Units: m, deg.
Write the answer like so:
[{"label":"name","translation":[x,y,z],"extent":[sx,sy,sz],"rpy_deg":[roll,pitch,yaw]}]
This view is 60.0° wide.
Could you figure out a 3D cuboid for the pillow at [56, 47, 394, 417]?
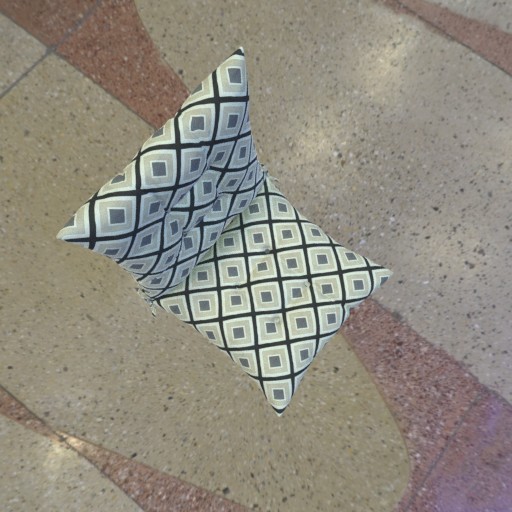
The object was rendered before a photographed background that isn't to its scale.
[{"label":"pillow","translation":[0.000,0.000,1.031],"extent":[0.585,0.536,0.541],"rpy_deg":[39,79,9]}]
